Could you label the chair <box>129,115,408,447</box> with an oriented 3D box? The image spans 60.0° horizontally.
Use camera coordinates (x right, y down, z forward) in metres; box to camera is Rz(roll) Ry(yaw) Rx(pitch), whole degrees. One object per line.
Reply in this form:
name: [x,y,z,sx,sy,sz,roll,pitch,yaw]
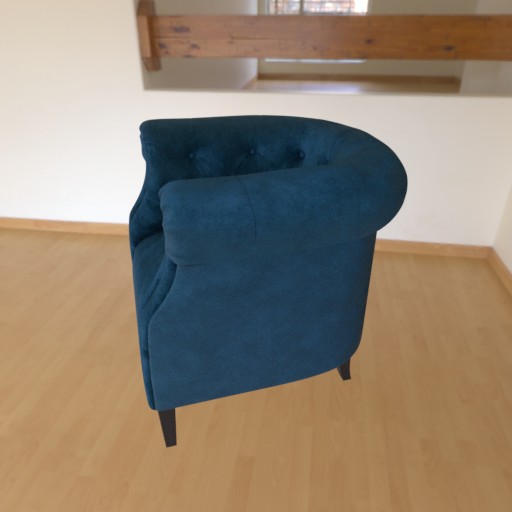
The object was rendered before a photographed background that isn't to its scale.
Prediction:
chair: [0.000,0.000,1.542,0.851,0.826,0.904,-8,30,-14]
